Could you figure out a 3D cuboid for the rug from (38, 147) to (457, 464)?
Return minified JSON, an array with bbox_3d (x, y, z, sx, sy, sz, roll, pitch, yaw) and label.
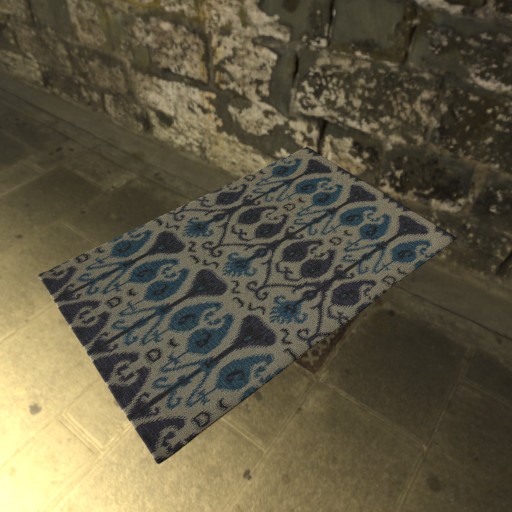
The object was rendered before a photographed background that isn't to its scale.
[{"bbox_3d":[0.000,0.000,2.100,1.698,0.013,1.072,-30,53,-26],"label":"rug"}]
